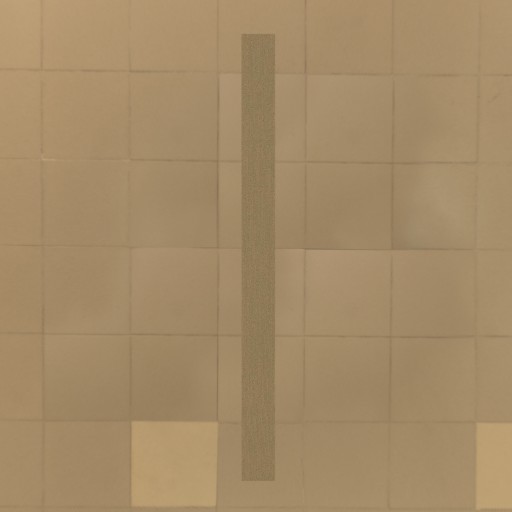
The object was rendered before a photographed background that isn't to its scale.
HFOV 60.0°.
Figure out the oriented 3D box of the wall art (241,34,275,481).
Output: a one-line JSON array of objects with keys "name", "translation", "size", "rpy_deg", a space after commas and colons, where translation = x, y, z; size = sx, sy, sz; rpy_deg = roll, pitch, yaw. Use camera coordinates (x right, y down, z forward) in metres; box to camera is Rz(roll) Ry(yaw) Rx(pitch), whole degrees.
[{"name": "wall art", "translation": [0.000, 0.000, 0.757], "size": [0.038, 0.506, 0.508], "rpy_deg": [0, 91, -1]}]
